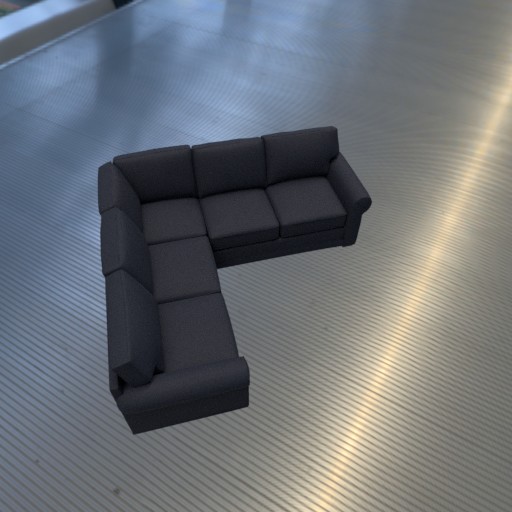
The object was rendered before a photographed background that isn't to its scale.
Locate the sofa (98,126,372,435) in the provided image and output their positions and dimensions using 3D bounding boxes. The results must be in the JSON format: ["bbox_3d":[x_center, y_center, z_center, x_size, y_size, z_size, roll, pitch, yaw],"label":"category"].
[{"bbox_3d":[0.000,0.000,4.034,2.562,1.042,2.487,-11,48,-10],"label":"sofa"}]
